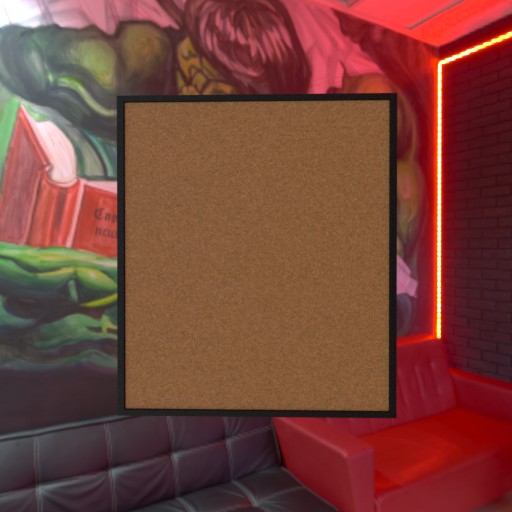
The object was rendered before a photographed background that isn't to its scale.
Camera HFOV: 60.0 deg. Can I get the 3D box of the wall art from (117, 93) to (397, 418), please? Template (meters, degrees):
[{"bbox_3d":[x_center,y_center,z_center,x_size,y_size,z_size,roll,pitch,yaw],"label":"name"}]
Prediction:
[{"bbox_3d":[0.000,0.000,0.533,0.330,0.381,0.019,0,0,2],"label":"wall art"}]
